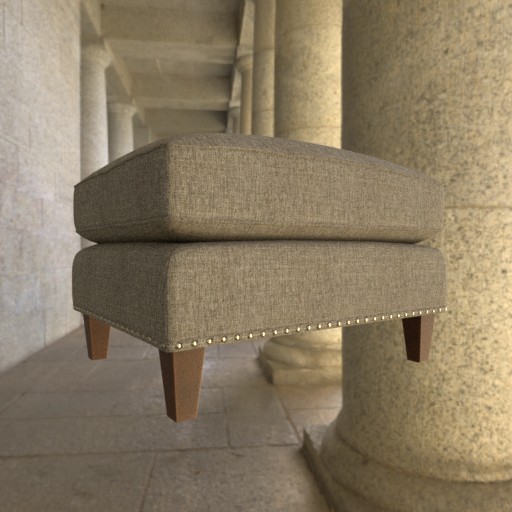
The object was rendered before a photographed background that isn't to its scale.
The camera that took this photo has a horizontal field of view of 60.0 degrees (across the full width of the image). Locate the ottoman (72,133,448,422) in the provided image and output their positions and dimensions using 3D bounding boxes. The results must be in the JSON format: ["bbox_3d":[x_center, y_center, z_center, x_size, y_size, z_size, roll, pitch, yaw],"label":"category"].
[{"bbox_3d":[0.000,0.000,1.095,0.741,0.513,0.584,-1,1,-35],"label":"ottoman"}]
